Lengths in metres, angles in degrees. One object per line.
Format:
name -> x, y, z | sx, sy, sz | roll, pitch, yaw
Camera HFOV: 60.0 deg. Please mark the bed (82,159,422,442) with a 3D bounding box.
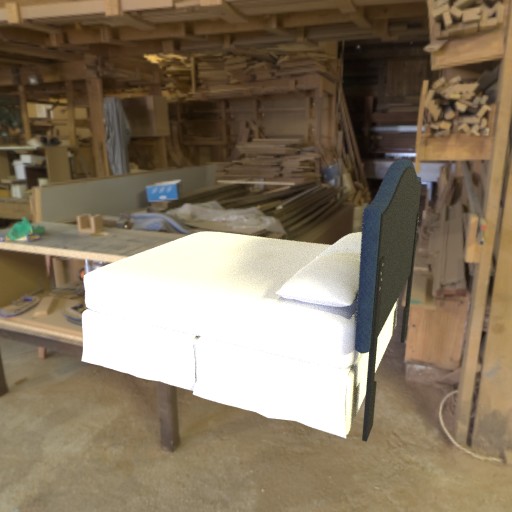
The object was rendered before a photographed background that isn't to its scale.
bed -> 0.000, 0.000, 3.409 | 2.153, 1.518, 1.713 | 8, 18, 25
